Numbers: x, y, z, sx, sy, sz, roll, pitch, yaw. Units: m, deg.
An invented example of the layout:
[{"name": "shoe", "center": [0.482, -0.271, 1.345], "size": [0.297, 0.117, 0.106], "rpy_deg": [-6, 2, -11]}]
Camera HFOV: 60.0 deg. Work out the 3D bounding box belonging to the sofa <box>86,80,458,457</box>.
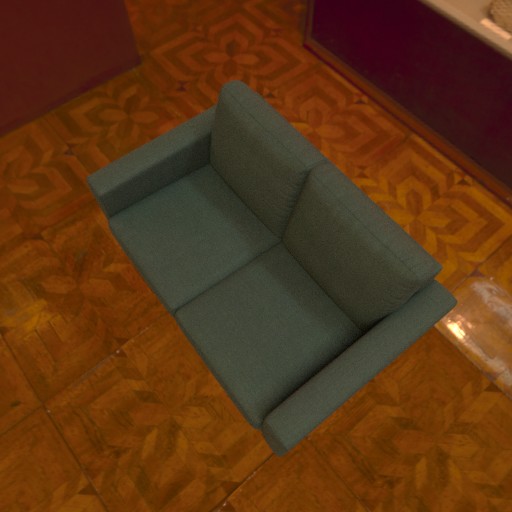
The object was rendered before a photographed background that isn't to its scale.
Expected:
[{"name": "sofa", "center": [0.000, 0.000, 2.090], "size": [0.955, 0.903, 1.489], "rpy_deg": [-35, 68, -16]}]
